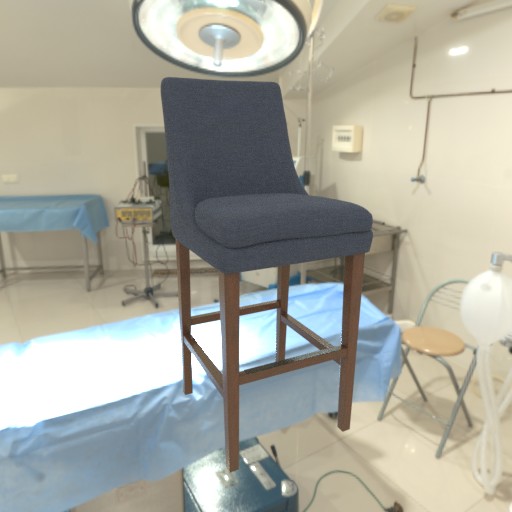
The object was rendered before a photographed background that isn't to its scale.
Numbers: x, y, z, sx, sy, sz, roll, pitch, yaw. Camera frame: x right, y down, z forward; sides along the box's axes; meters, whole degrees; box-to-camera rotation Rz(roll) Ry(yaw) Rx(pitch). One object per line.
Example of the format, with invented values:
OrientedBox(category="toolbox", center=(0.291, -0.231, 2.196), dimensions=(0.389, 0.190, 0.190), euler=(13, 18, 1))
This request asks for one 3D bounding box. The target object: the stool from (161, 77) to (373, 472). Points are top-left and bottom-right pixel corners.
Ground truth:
OrientedBox(category="stool", center=(0.000, 0.000, 1.398), dimensions=(0.470, 1.078, 0.577), euler=(-8, 18, -25))
